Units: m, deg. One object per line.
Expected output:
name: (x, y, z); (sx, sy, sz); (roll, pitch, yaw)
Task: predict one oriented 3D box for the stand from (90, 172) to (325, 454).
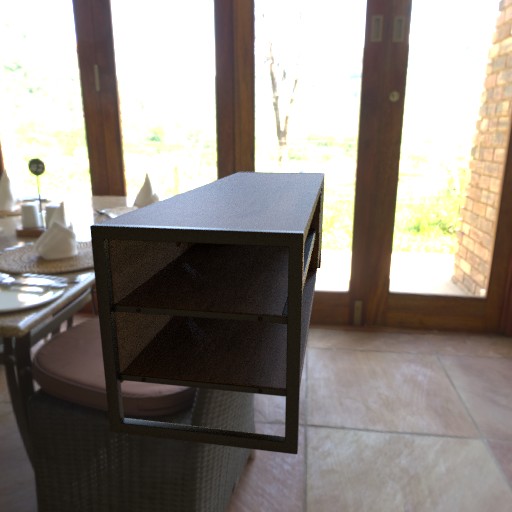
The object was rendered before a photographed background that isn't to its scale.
stand: (0.000, 0.000, 1.666); (0.454, 0.506, 1.480); (3, 15, 10)
